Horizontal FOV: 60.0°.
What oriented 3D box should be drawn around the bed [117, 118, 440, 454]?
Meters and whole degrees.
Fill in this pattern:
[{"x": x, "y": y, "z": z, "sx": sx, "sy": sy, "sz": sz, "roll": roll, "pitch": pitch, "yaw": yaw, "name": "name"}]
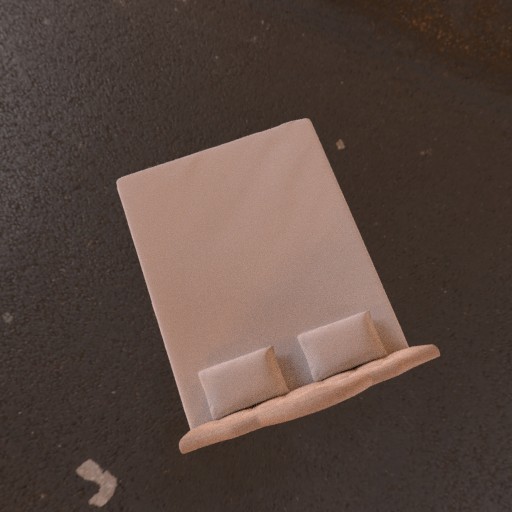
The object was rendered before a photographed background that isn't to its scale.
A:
[{"x": 0.000, "y": 0.000, "z": 2.969, "sx": 1.667, "sy": 1.194, "sz": 1.970, "roll": -19, "pitch": 77, "yaw": -5, "name": "bed"}]
